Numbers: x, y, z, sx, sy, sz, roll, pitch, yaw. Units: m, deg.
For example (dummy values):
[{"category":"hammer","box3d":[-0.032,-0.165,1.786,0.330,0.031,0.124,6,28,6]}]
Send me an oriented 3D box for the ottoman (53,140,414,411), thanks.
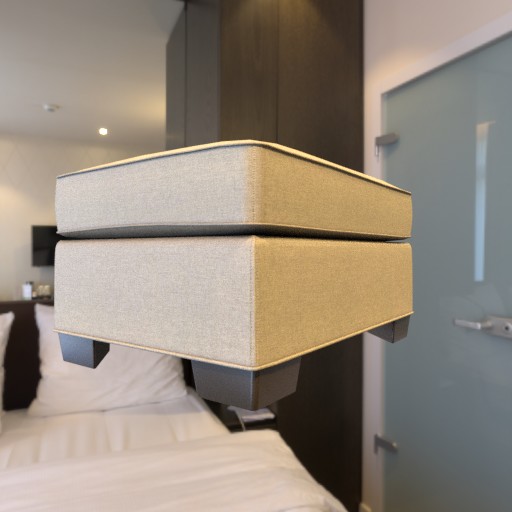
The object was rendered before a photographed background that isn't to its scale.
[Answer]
[{"category":"ottoman","box3d":[0.000,0.000,1.223,0.619,0.504,0.843,0,1,36]}]
